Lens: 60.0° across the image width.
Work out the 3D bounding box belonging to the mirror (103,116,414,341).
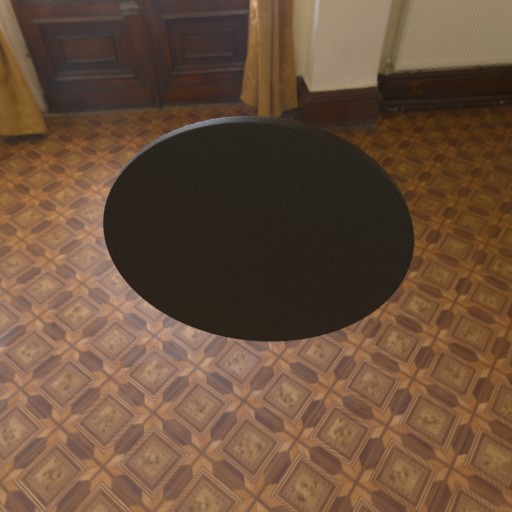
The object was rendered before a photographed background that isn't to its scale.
[{"bbox_3d":[0.000,0.000,1.588,1.077,1.077,0.036,3,47,3],"label":"mirror"}]
